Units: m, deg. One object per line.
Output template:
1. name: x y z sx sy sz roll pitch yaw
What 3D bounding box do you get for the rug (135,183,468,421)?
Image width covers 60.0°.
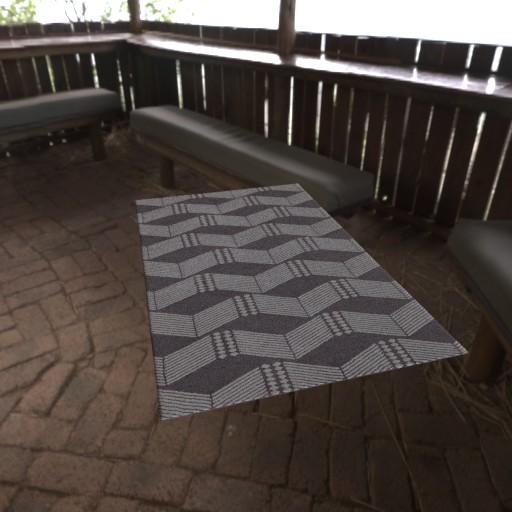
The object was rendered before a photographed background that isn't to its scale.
1. rug: 0.000 0.000 3.048 1.517 0.011 2.435 -8 31 -14
